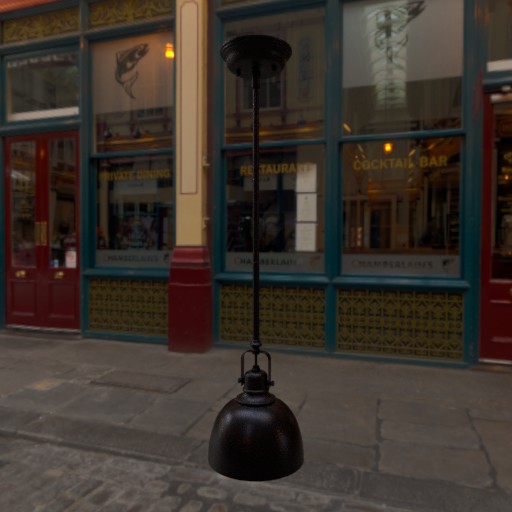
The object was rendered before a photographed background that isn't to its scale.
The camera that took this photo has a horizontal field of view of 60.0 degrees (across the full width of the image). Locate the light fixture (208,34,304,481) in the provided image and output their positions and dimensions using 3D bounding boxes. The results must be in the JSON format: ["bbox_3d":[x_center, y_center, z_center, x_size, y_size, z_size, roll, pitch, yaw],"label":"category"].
[{"bbox_3d":[0.000,0.000,0.838,0.182,0.768,0.182,0,0,18],"label":"light fixture"}]
